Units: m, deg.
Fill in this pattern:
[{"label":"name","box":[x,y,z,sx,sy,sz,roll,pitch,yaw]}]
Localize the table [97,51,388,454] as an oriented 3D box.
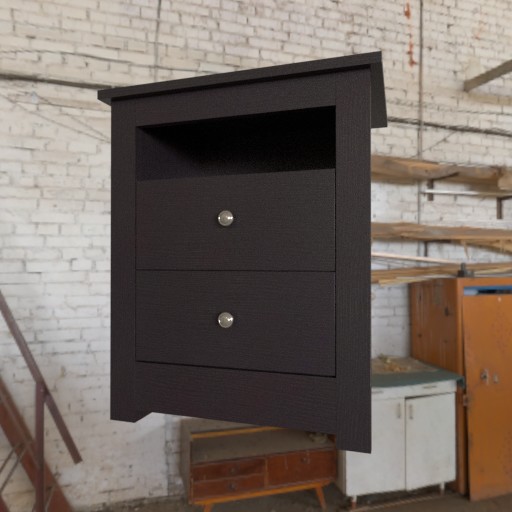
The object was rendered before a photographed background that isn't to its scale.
[{"label":"table","box":[0.000,0.000,1.050,0.589,0.711,0.408,0,-1,18]}]
